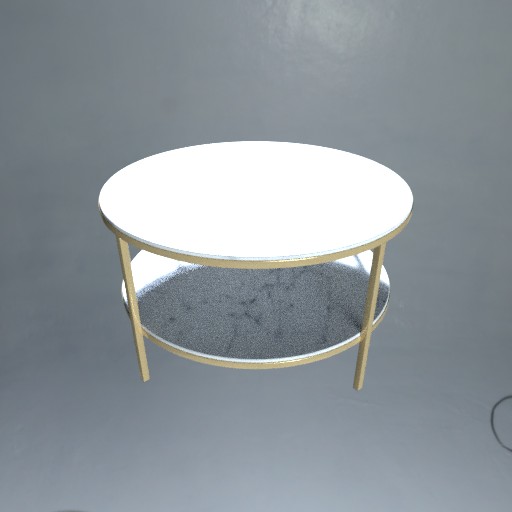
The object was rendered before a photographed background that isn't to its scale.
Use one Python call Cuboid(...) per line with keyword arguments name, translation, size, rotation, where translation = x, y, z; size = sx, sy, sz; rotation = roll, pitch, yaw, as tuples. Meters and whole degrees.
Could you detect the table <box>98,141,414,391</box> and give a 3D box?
Cuboid(name="table", translation=(0.000, 0.000, 1.285), size=(0.800, 0.450, 0.800), rotation=(0, 30, 0))
